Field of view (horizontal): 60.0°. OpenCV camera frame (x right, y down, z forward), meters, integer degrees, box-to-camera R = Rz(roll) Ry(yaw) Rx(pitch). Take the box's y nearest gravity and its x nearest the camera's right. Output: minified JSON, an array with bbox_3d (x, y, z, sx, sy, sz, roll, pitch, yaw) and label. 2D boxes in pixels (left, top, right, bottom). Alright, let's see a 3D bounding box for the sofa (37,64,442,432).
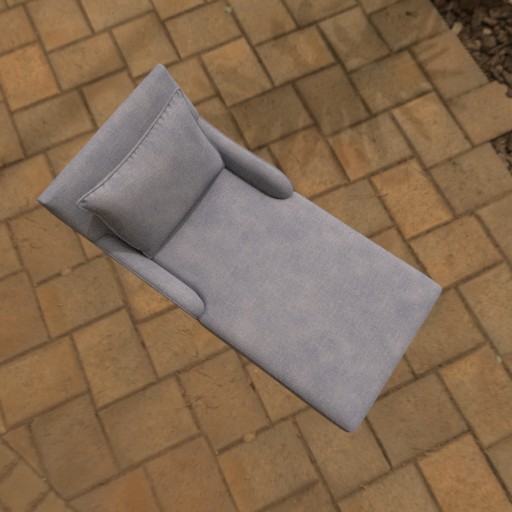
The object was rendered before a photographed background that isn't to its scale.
[{"bbox_3d":[0.000,0.000,2.288,1.779,0.883,0.904,35,78,8],"label":"sofa"}]
